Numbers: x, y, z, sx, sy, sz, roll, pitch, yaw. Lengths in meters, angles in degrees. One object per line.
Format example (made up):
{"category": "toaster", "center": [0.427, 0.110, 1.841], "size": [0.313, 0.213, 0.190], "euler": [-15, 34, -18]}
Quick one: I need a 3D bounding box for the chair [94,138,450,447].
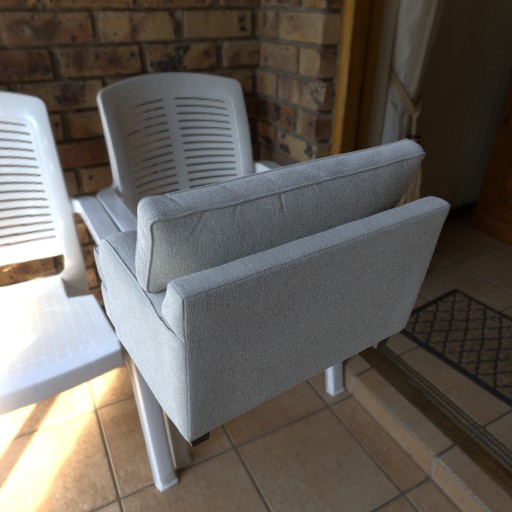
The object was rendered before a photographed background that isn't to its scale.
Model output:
{"category": "chair", "center": [0.000, 0.000, 1.998], "size": [1.220, 1.016, 1.041], "euler": [-18, 35, -29]}
